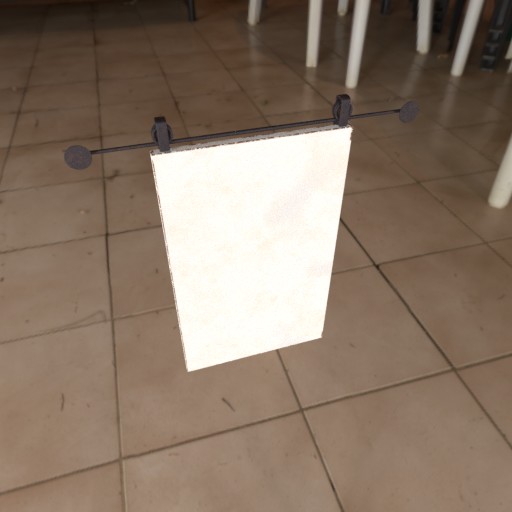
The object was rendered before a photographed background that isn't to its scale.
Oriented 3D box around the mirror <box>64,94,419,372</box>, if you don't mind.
[{"bbox_3d":[0.000,0.000,1.222,0.808,0.844,0.037,-12,42,-13],"label":"mirror"}]
